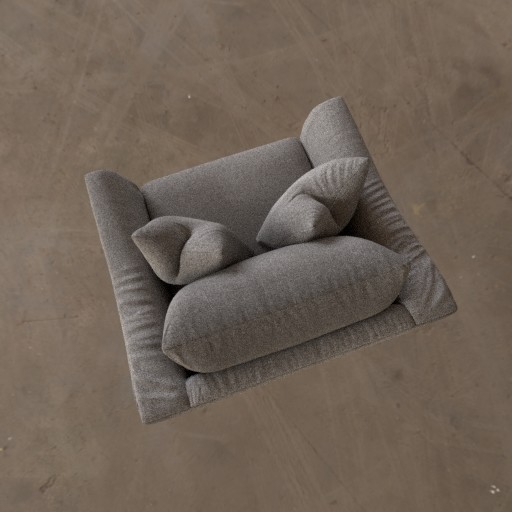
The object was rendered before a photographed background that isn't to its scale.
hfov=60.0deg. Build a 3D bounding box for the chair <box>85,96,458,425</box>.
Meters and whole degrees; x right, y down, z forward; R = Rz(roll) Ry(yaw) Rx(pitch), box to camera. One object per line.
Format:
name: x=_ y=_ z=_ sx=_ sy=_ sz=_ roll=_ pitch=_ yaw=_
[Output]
chair: x=0.000 y=0.000 z=1.992 sx=1.194 sy=1.059 sz=1.071 roll=-19 pitch=75 yaw=-5
